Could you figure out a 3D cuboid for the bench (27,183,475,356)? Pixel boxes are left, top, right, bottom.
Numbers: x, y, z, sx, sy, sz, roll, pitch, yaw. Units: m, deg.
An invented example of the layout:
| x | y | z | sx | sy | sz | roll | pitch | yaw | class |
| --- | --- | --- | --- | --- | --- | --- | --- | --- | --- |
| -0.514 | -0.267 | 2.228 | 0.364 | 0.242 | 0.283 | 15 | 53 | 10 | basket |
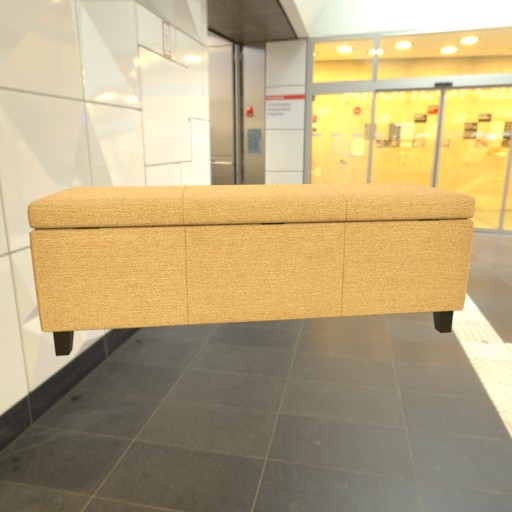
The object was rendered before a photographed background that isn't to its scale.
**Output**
| x | y | z | sx | sy | sz | roll | pitch | yaw | class |
| --- | --- | --- | --- | --- | --- | --- | --- | --- | --- |
| 0.000 | 0.000 | 1.461 | 1.269 | 0.438 | 0.446 | -2 | 14 | -8 | bench |
